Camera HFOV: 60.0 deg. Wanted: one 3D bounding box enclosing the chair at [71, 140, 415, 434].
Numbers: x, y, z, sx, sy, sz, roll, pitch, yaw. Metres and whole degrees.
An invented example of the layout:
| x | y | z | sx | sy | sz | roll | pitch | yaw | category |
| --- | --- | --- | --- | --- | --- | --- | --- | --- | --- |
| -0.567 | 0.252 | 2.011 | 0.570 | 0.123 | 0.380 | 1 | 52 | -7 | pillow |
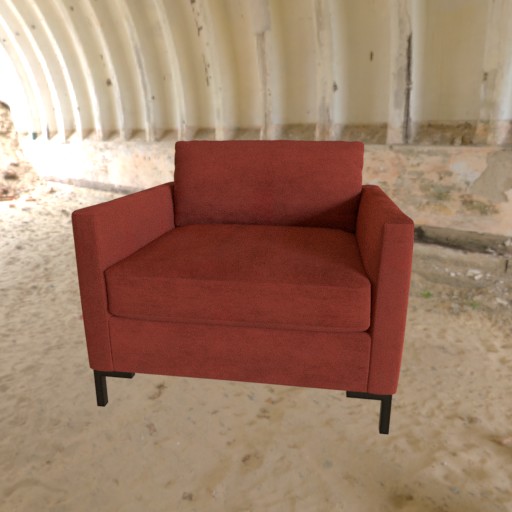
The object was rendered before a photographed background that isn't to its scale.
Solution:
| x | y | z | sx | sy | sz | roll | pitch | yaw | category |
| --- | --- | --- | --- | --- | --- | --- | --- | --- | --- |
| 0.000 | 0.000 | 1.617 | 0.964 | 0.812 | 0.875 | 2 | 16 | 9 | chair |
